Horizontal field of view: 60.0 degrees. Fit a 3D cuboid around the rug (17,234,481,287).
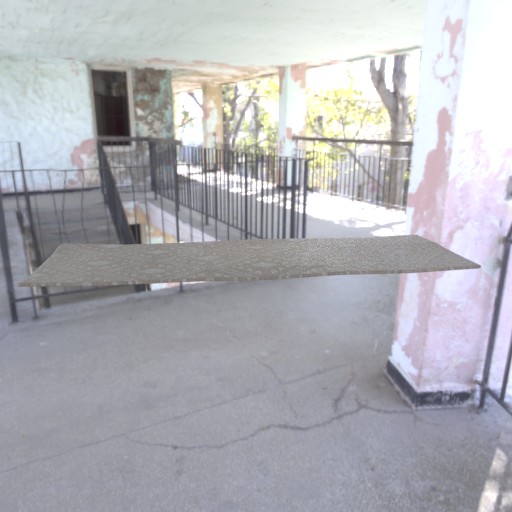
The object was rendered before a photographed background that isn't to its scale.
[{"bbox_3d":[0.000,0.000,2.674,2.452,0.051,0.752,-2,16,-8],"label":"rug"}]
